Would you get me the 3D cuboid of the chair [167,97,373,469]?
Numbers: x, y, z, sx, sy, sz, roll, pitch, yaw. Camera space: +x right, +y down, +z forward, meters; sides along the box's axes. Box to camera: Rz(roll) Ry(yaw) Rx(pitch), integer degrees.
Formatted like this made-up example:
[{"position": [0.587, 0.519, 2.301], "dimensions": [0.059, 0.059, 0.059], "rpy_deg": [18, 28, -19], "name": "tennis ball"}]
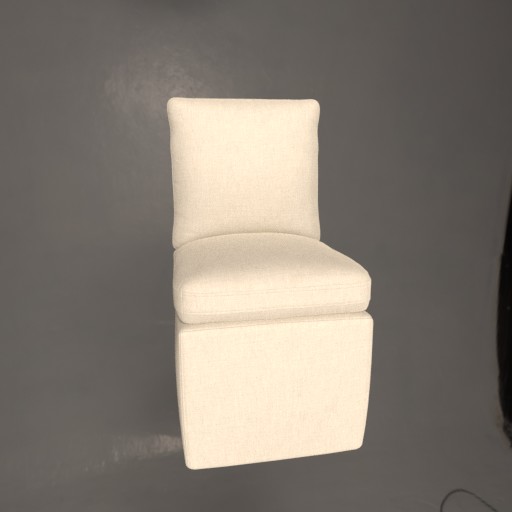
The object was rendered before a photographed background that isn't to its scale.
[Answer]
[{"position": [0.000, 0.000, 1.338], "dimensions": [0.503, 0.927, 0.698], "rpy_deg": [-3, 16, -10], "name": "chair"}]
